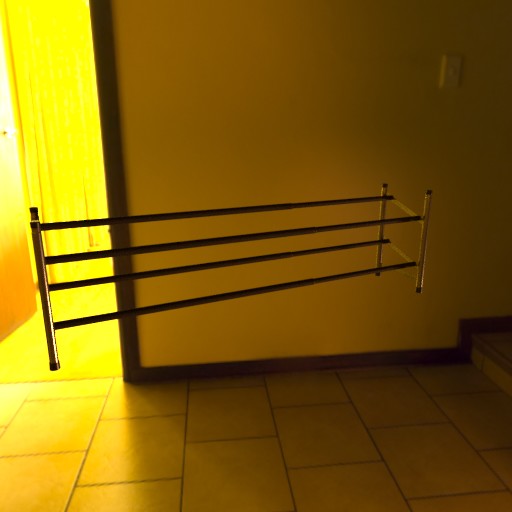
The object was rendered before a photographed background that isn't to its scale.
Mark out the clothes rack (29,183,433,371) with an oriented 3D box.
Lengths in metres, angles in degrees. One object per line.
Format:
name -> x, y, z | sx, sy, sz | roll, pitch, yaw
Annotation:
clothes rack -> 0.000, 0.000, 1.316 | 1.168, 0.349, 0.229 | -8, 18, -25
